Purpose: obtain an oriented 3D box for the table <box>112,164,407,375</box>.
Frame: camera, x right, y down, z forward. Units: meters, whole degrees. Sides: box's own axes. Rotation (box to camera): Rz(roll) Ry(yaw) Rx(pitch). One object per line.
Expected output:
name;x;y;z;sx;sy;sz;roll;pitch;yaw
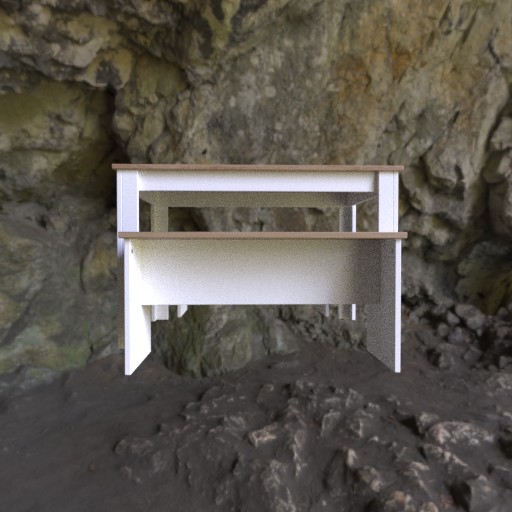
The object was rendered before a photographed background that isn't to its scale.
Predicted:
table;0.000;0.000;2.044;1.100;0.700;1.443;0;1;-2
